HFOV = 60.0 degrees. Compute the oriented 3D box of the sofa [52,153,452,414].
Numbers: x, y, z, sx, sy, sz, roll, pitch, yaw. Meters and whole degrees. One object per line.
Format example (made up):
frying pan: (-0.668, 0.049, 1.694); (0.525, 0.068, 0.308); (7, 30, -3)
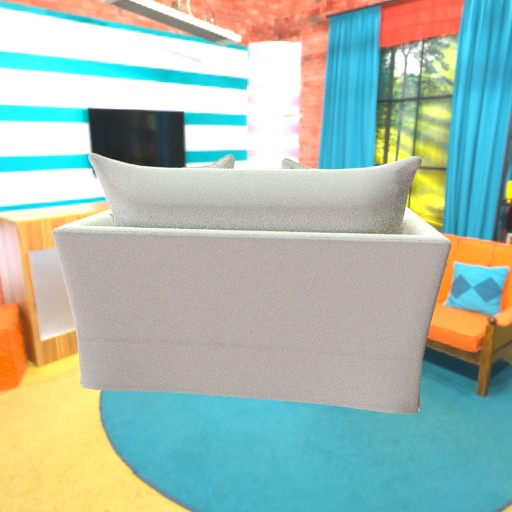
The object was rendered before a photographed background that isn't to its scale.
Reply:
sofa: (0.000, 0.000, 2.260); (1.608, 1.039, 1.026); (2, 15, 8)
